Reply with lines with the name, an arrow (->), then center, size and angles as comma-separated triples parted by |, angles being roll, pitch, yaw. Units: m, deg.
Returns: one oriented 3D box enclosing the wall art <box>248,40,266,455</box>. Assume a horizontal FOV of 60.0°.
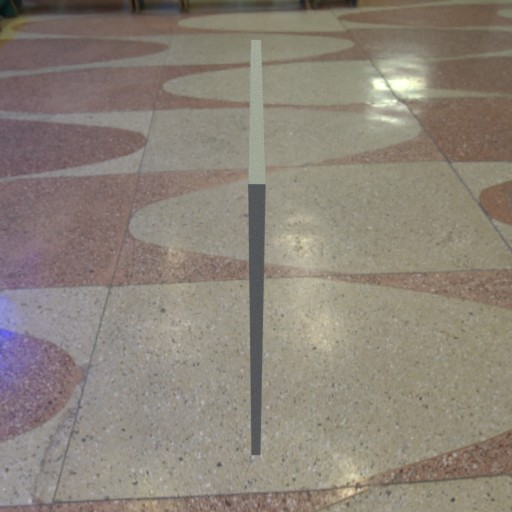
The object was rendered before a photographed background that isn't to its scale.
wall art -> 0.000, 0.000, 1.393 | 0.034, 1.042, 0.789 | 0, 42, 0
